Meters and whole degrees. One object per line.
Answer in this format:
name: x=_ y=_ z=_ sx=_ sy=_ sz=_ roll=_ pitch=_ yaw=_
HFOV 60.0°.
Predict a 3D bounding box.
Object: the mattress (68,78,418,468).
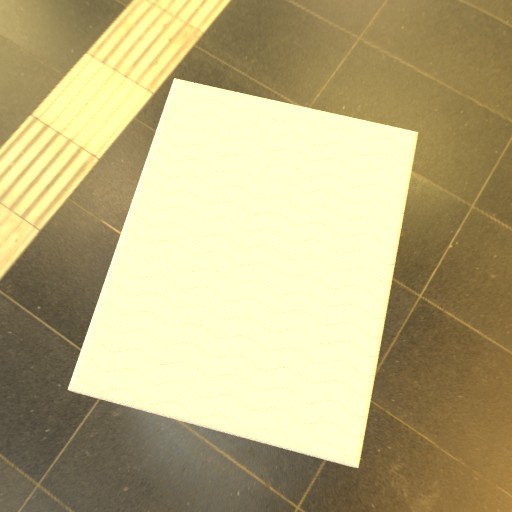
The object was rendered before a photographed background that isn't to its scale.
mattress: x=0.000 y=0.000 z=2.683 sx=1.600 sy=0.230 sz=2.000 roll=14 pitch=76 yaw=3
